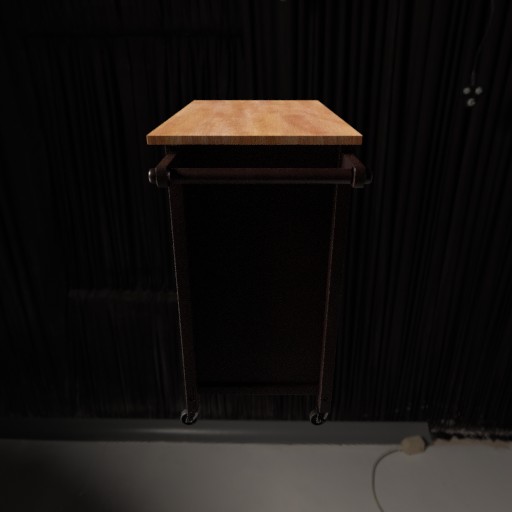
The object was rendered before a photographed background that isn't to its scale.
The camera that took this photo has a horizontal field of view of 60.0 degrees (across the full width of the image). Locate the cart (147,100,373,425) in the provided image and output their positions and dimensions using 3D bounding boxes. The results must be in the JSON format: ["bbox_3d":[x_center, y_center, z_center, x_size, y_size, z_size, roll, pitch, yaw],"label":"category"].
[{"bbox_3d":[0.000,0.000,1.446,0.472,0.878,0.914,0,25,0],"label":"cart"}]
